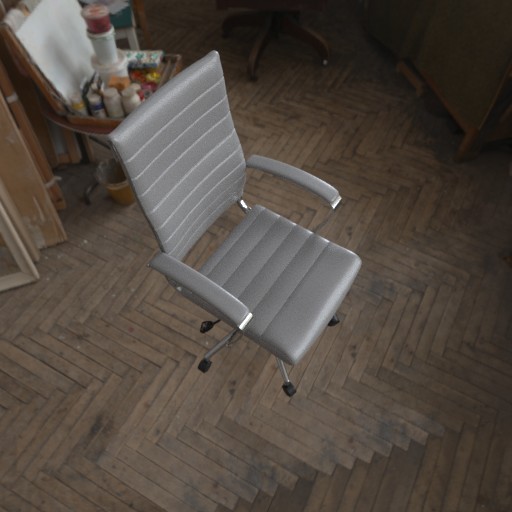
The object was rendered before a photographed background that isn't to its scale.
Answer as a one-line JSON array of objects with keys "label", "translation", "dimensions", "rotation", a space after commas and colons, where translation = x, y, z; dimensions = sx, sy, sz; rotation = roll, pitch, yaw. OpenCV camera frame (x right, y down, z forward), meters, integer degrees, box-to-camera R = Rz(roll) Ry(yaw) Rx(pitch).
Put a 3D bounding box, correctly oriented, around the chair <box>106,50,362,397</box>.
[{"label": "chair", "translation": [0.000, 0.000, 1.593], "dimensions": [0.667, 1.149, 0.679], "rotation": [30, 63, 18]}]
